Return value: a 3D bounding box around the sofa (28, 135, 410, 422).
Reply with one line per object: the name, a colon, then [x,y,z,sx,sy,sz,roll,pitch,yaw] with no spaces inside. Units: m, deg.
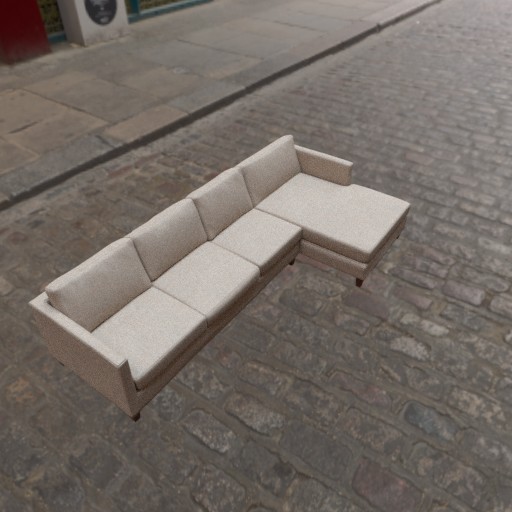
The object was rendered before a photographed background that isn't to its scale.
sofa: [0.000,0.000,3.845,1.625,0.846,3.186,25,46,27]
